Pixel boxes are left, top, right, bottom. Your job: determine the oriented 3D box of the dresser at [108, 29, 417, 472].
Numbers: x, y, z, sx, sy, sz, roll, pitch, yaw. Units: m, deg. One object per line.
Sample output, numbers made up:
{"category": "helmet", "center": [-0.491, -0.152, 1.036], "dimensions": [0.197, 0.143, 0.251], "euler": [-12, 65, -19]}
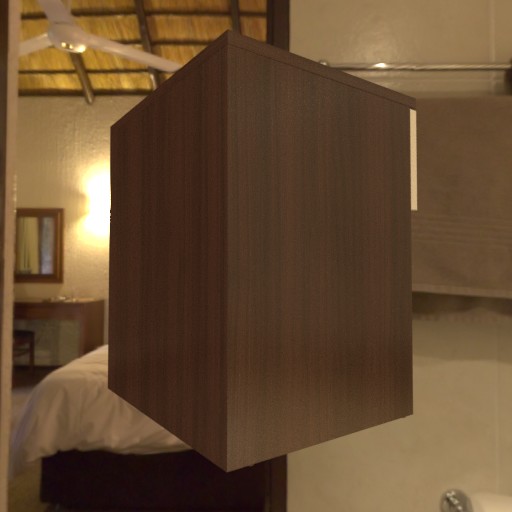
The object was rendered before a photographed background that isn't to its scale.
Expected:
{"category": "dresser", "center": [0.000, 0.000, 0.734], "dimensions": [0.360, 0.470, 0.400], "euler": [1, -2, -36]}
